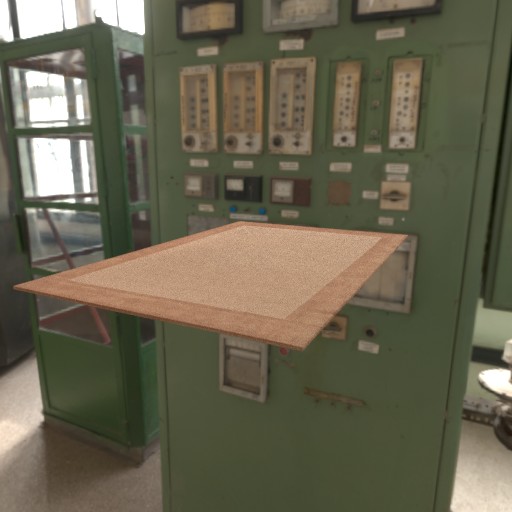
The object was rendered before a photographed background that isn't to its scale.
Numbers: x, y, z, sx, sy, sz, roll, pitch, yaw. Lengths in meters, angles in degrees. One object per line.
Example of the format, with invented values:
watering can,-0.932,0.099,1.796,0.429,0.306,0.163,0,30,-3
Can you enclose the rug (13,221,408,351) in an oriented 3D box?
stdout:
rug,0.000,0.000,2.263,1.219,0.014,1.829,7,15,26
